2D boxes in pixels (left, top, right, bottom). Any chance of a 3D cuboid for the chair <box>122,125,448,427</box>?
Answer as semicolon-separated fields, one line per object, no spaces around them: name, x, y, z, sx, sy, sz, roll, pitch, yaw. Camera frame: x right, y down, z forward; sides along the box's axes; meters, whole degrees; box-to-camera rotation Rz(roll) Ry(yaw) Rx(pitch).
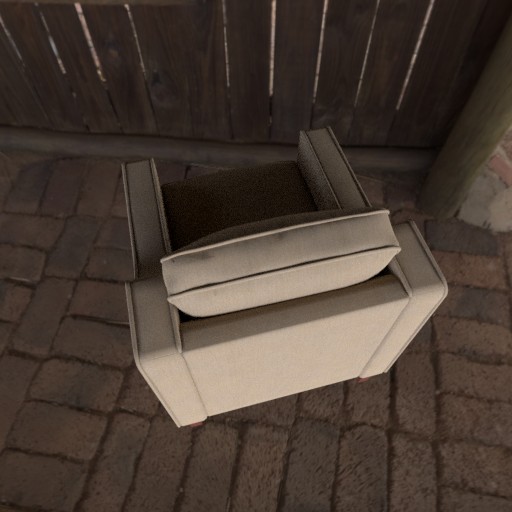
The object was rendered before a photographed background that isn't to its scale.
chair;0.000;0.000;1.639;0.831;0.960;0.909;-12;58;-8
